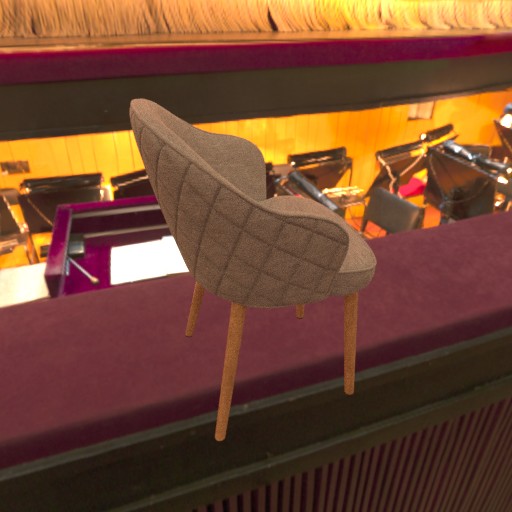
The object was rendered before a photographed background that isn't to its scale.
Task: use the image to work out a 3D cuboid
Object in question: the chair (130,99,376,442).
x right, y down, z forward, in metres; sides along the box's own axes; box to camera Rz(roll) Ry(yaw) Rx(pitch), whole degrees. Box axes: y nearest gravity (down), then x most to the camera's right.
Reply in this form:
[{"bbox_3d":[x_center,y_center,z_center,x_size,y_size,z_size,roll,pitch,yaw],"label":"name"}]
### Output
[{"bbox_3d":[0.000,0.000,1.155,0.530,0.800,0.540,-10,33,-16],"label":"chair"}]
